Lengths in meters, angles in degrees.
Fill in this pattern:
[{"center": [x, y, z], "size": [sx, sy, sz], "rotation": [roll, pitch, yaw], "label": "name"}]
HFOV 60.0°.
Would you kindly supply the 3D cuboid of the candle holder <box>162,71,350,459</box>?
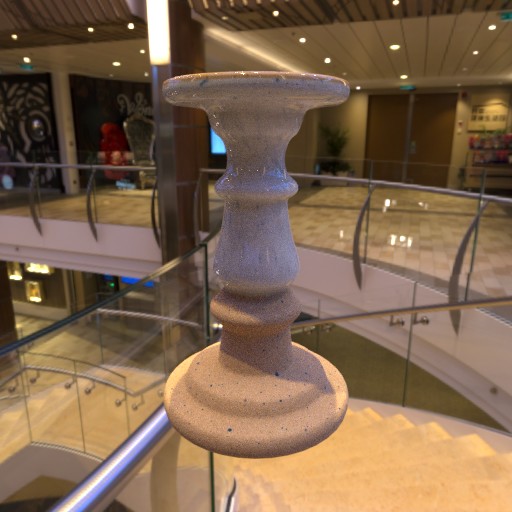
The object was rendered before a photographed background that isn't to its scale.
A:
[{"center": [0.000, 0.000, 0.276], "size": [0.123, 0.202, 0.123], "rotation": [0, 15, 0], "label": "candle holder"}]
